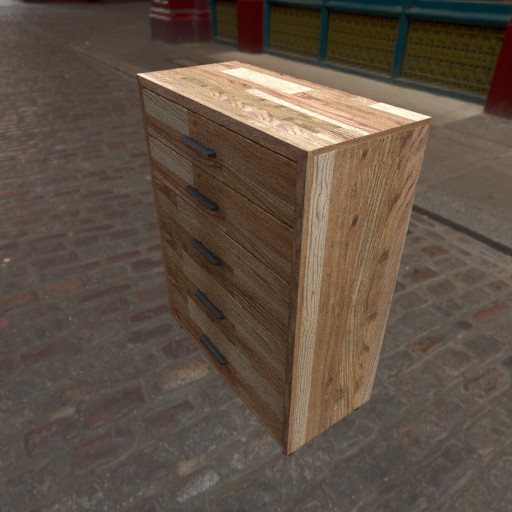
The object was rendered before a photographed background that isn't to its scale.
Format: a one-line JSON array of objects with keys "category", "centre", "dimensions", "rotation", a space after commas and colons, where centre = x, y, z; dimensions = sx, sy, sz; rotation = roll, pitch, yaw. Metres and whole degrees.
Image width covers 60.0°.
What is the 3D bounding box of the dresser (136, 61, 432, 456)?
[{"category": "dresser", "centre": [0.000, 0.000, 1.751], "dimensions": [0.480, 1.243, 0.966], "rotation": [-22, 39, -29]}]
